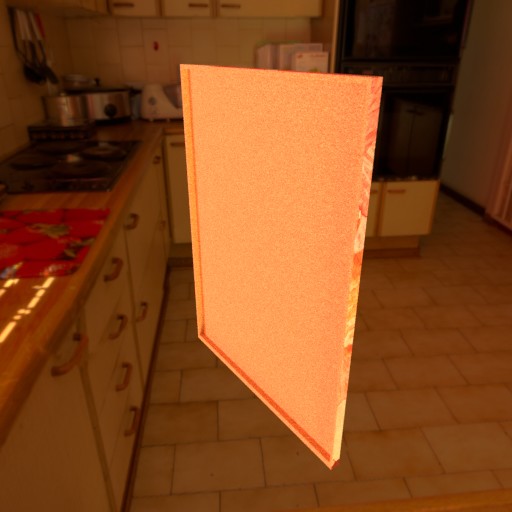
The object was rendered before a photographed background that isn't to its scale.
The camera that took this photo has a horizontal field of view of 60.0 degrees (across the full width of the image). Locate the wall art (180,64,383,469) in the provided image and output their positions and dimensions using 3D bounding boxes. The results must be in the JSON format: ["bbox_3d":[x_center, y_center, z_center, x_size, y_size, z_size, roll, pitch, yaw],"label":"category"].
[{"bbox_3d":[0.000,0.000,1.303,0.031,1.015,0.762,-17,30,-32],"label":"wall art"}]
